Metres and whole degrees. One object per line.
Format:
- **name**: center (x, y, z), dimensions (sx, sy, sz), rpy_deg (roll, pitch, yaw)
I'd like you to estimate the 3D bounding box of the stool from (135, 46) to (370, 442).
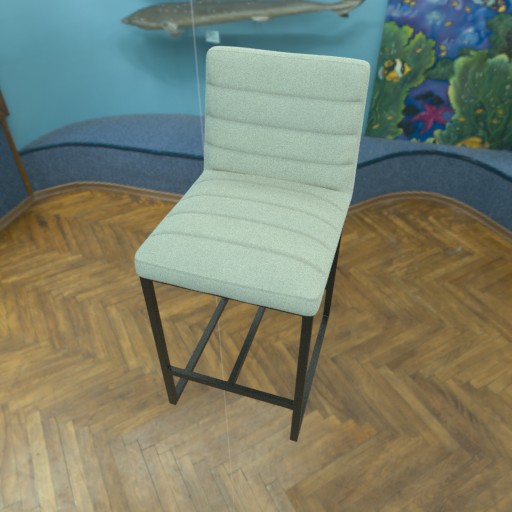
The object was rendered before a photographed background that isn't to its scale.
- **stool**: center (0.000, 0.000, 1.284), dimensions (0.459, 0.971, 0.567), rpy_deg (12, 42, 13)
